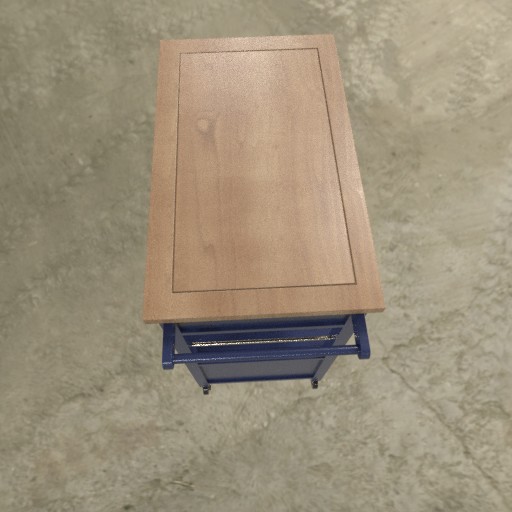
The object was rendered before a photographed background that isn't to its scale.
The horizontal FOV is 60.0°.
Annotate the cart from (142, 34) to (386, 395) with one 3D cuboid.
[{"bbox_3d":[0.000,0.000,1.383,0.459,0.901,0.840,-3,64,-1],"label":"cart"}]
